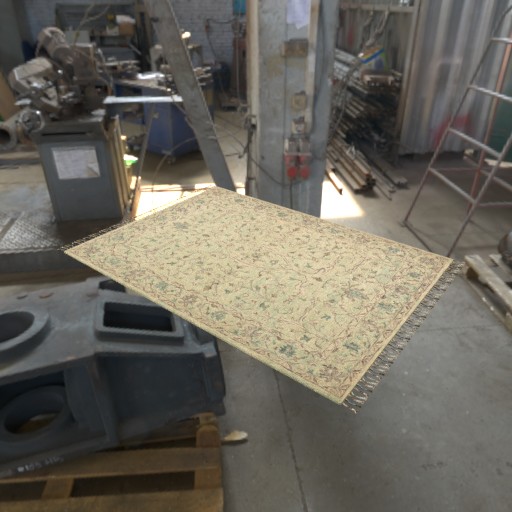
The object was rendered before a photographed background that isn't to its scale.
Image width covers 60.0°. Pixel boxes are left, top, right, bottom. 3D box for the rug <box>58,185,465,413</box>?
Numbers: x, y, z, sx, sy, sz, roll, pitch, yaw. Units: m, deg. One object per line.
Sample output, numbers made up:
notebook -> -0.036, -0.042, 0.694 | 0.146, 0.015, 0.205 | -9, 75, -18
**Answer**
rug -> 0.000, 0.000, 2.360 | 1.802, 0.008, 1.247 | 22, 37, 32
